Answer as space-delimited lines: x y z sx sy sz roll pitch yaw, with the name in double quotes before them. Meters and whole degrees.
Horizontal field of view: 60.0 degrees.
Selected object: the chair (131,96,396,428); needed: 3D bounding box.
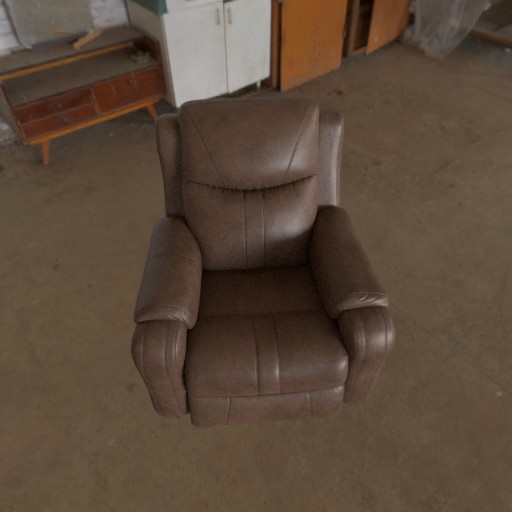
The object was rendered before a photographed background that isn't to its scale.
"chair" 0.000 0.000 1.854 0.940 0.990 1.067 -3 46 -3
